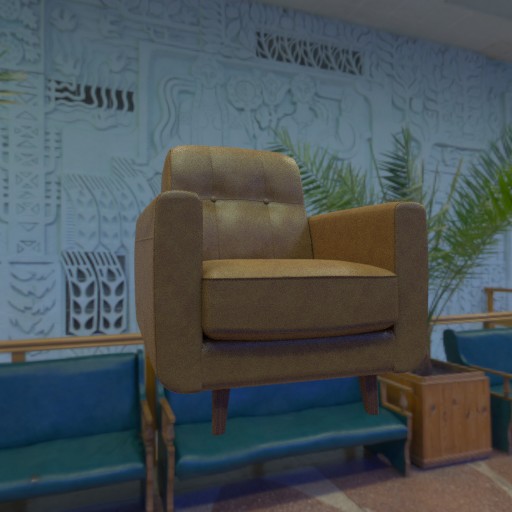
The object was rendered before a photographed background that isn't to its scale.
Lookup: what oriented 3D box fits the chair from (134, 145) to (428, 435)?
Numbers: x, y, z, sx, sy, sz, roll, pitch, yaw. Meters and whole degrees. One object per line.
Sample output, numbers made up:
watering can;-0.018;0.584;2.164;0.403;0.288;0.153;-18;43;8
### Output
chair;0.000;0.000;1.664;0.845;0.968;0.942;0;0;-18
